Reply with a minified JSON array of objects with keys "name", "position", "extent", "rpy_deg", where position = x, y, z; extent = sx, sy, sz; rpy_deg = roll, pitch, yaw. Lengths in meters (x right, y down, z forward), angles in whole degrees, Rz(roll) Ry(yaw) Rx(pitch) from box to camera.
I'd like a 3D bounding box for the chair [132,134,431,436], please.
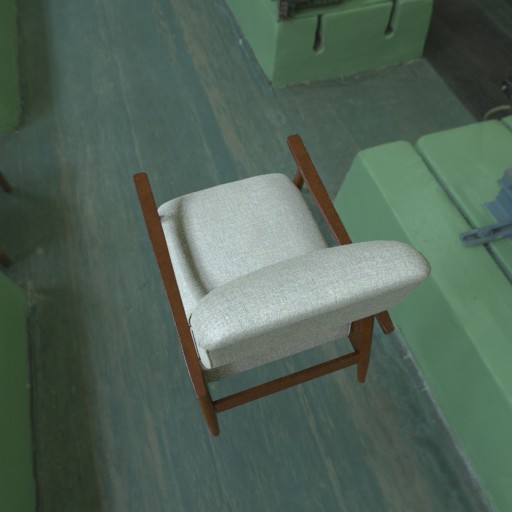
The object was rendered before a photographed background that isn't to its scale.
[{"name":"chair","position":[0.000,0.000,1.763],"extent":[0.762,1.082,1.014],"rpy_deg":[-16,59,-10]}]
